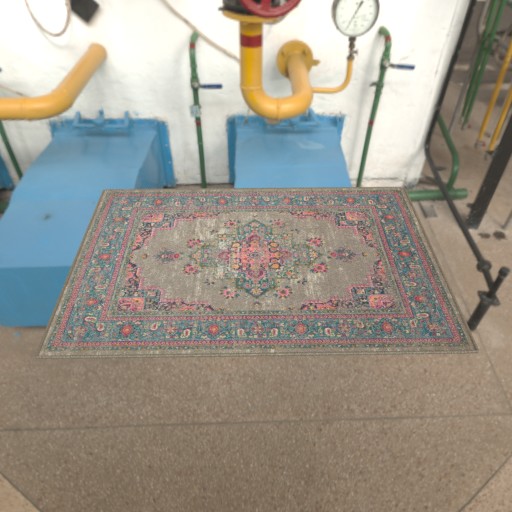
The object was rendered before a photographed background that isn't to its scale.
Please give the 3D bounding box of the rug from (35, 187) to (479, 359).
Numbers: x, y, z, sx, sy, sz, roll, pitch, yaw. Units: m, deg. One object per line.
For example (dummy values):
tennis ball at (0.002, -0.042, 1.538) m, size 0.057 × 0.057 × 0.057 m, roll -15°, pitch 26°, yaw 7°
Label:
rug at (0.000, 0.000, 2.152) m, size 1.748 × 0.014 × 1.144 m, roll -1°, pitch 43°, yaw -1°
